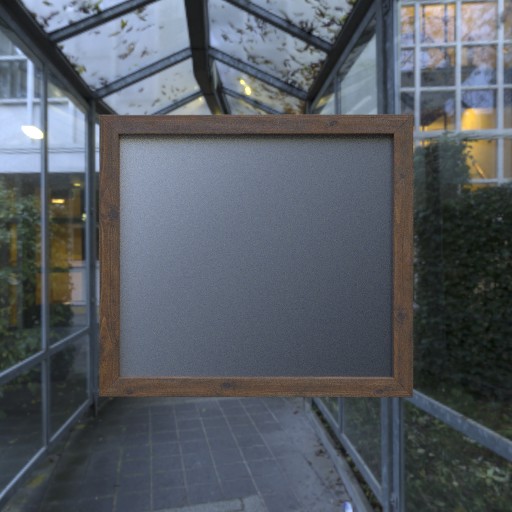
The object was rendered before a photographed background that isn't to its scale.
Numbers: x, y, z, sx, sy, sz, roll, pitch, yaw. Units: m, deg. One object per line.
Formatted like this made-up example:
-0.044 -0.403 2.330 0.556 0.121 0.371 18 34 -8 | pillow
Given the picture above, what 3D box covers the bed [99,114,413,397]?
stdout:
0.000 0.000 1.500 1.046 0.942 0.046 0 0 0 | bed
